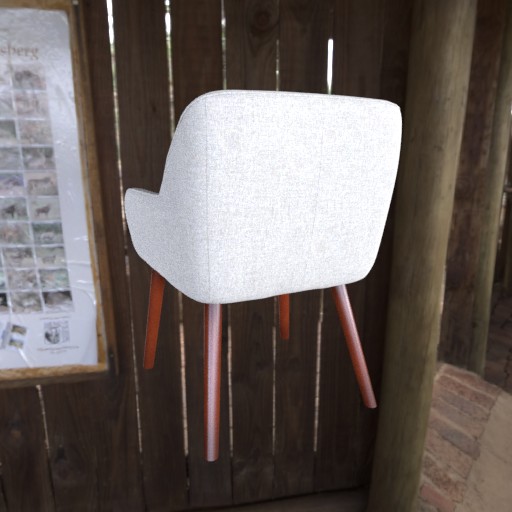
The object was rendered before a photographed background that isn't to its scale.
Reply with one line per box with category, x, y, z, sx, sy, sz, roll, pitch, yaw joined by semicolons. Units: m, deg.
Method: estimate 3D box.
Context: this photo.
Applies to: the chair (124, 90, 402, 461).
chair;0.000;0.000;1.260;0.610;0.813;0.610;-7;15;-26
